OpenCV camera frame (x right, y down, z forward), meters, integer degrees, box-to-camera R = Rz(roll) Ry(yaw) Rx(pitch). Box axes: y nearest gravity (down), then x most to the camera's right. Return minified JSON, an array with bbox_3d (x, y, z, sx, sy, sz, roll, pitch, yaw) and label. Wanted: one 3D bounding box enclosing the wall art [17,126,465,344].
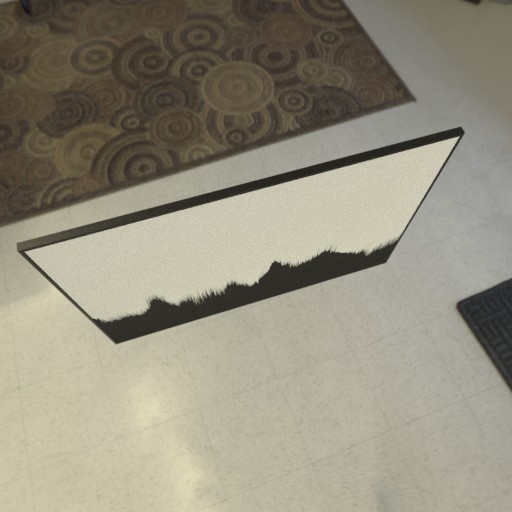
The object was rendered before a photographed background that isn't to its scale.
[{"bbox_3d":[0.000,0.000,1.206,0.957,0.660,0.019,-16,65,-8],"label":"wall art"}]
